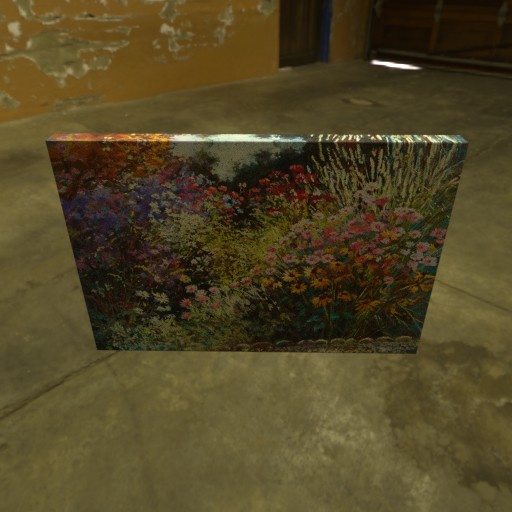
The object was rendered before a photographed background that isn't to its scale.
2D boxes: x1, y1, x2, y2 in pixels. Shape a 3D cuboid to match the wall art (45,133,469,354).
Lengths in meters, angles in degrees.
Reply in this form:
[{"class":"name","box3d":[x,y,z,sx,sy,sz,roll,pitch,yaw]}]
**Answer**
[{"class":"wall art","box3d":[0.000,0.000,0.758,0.610,0.406,0.037,0,31,1]}]
